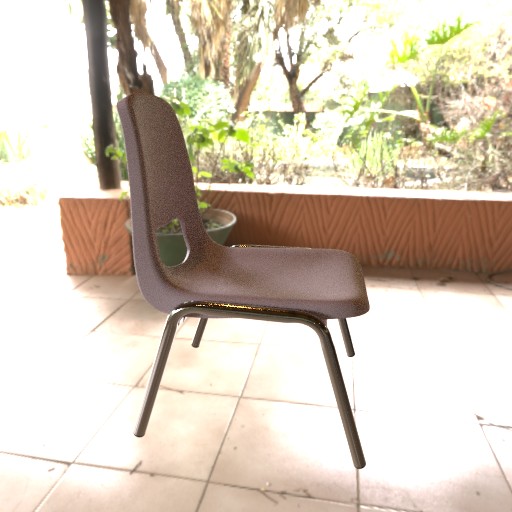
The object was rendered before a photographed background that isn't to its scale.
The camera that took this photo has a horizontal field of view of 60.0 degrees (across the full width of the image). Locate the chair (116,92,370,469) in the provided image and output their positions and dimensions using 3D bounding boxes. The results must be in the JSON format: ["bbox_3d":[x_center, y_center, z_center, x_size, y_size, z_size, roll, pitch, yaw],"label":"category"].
[{"bbox_3d":[0.000,0.000,0.770,0.385,0.536,0.354,3,16,9],"label":"chair"}]
